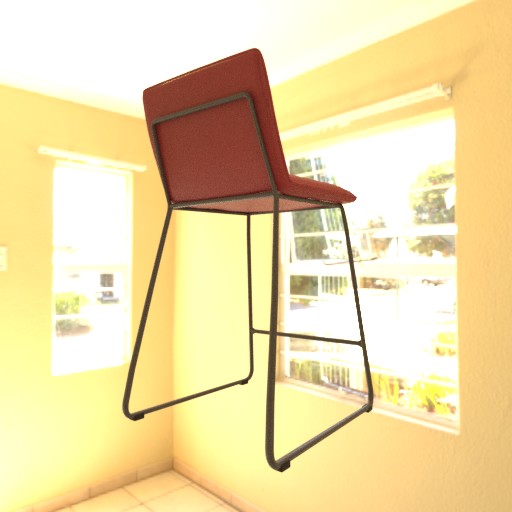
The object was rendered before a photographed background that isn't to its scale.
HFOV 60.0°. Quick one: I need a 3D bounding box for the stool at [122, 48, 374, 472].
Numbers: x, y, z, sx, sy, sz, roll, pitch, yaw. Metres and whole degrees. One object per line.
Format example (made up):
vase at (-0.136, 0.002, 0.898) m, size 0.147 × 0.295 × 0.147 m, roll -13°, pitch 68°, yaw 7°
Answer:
stool at (0.000, 0.000, 1.211) m, size 0.489 × 0.866 × 0.524 m, roll -1°, pitch -1°, yaw 38°
